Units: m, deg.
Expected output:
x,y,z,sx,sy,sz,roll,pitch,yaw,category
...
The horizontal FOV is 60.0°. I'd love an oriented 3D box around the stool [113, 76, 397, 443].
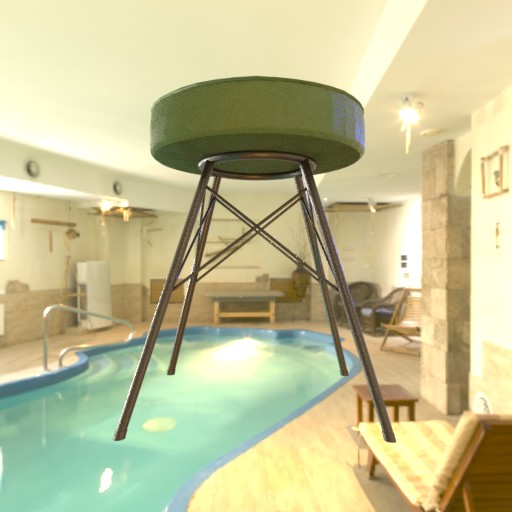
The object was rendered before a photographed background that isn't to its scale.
x,y,z,sx,sy,sz,roll,pitch,yaw,category
0.000,0.000,0.907,0.457,0.595,0.430,0,0,1,stool
